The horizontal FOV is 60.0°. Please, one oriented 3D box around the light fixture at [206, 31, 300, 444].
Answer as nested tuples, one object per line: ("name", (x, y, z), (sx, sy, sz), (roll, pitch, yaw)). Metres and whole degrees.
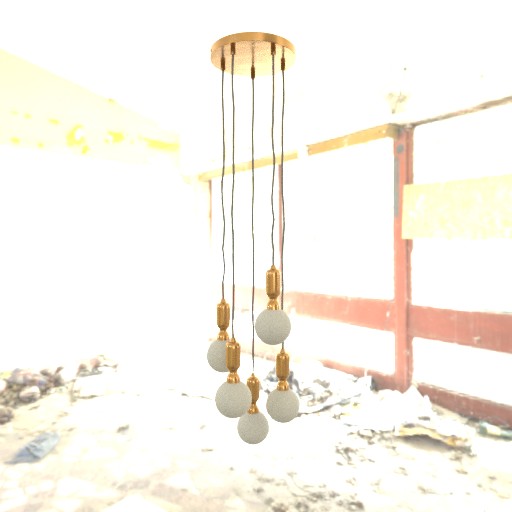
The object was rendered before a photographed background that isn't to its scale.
("light fixture", (0.000, 0.000, 0.501), (0.105, 0.457, 0.108), (0, 1, -18))
